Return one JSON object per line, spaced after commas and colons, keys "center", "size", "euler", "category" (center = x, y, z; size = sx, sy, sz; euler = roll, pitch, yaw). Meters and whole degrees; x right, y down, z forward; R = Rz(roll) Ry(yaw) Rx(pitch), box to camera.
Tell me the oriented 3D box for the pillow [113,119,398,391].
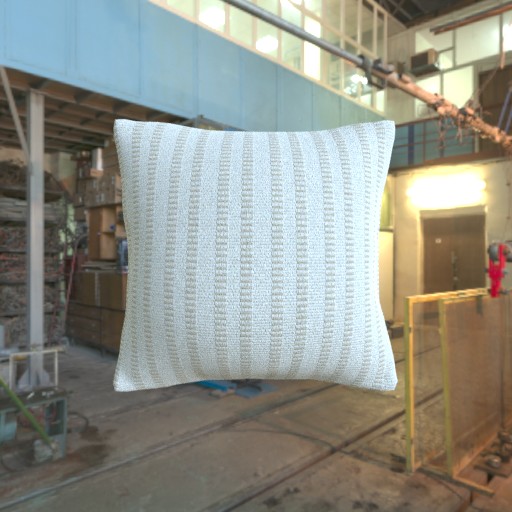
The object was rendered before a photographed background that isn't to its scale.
{"center": [0.000, 0.000, 0.683], "size": [0.438, 0.419, 0.247], "euler": [0, 0, -1], "category": "pillow"}
